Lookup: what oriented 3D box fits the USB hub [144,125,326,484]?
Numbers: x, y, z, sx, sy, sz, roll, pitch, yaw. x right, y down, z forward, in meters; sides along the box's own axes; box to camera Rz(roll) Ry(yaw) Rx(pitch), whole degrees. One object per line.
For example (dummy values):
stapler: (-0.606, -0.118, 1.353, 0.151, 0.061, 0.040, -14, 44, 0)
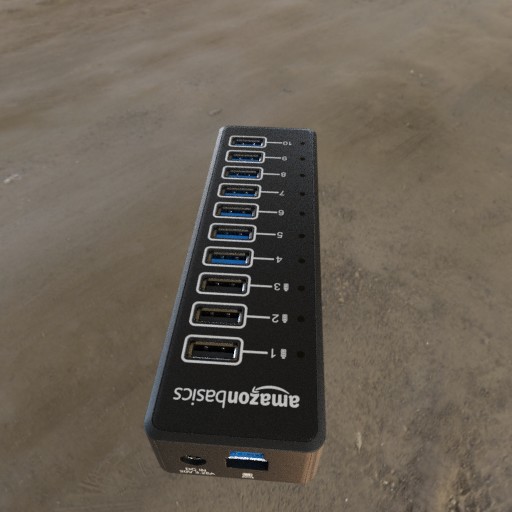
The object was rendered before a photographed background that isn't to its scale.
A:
USB hub: (0.000, 0.000, 0.161, 0.044, 0.023, 0.145, 3, 46, 3)
